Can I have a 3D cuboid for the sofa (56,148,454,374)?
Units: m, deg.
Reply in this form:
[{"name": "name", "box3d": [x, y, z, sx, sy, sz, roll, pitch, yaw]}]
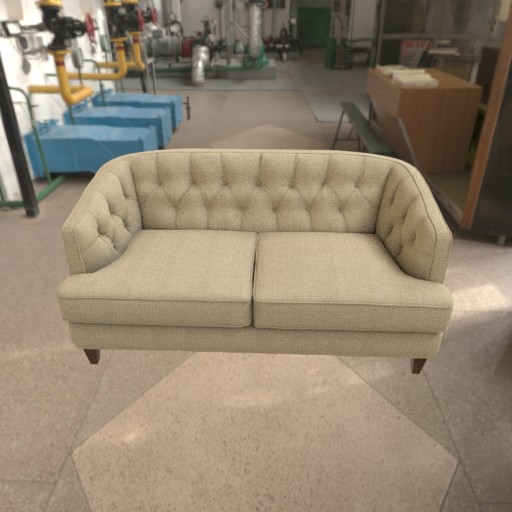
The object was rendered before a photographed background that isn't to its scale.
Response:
[{"name": "sofa", "box3d": [0.000, 0.000, 2.282, 1.733, 0.855, 0.941, 1, 30, 2]}]
